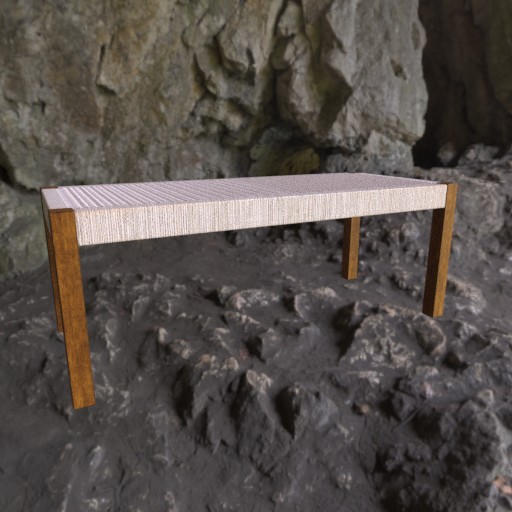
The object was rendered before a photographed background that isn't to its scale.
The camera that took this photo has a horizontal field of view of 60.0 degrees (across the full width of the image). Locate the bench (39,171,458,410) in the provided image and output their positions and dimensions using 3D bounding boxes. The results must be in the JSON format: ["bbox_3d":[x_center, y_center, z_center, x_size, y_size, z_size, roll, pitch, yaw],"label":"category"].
[{"bbox_3d":[0.000,0.000,1.434,1.198,0.457,0.507,-8,17,-26],"label":"bench"}]
